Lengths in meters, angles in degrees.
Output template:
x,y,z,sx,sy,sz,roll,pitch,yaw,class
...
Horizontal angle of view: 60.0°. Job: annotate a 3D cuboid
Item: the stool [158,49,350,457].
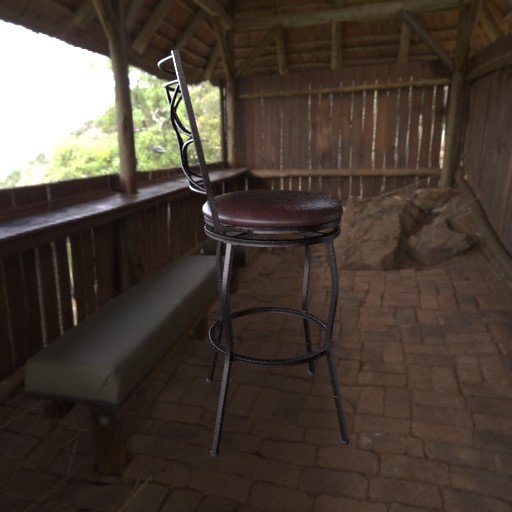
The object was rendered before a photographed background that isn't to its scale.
x,y,z,sx,sy,sz,roll,pitch,yaw,class
0.000,0.000,1.392,0.534,1.117,0.434,-2,16,-7,stool
